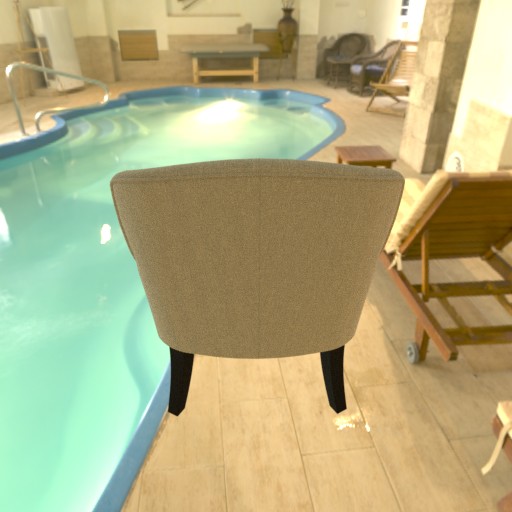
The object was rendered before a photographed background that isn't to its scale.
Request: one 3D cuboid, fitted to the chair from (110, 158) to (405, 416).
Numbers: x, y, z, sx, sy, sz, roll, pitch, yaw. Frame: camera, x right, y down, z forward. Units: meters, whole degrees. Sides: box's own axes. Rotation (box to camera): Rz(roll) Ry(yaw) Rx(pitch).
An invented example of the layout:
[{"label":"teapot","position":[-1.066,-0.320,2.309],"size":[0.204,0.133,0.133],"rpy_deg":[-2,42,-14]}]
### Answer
[{"label":"chair","position":[0.000,0.000,1.483],"size":[0.772,0.880,0.755],"rpy_deg":[-1,30,-1]}]
